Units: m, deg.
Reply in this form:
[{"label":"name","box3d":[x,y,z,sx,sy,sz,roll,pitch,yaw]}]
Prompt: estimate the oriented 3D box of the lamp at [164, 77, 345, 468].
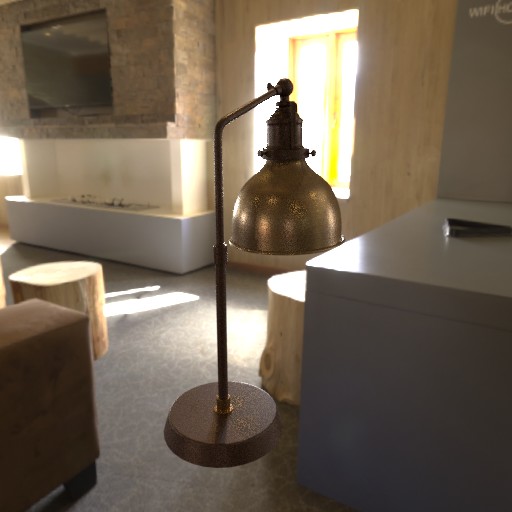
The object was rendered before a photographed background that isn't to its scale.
[{"label":"lamp","box3d":[0.000,0.000,0.610,0.298,0.469,0.175,-13,20,-42]}]
